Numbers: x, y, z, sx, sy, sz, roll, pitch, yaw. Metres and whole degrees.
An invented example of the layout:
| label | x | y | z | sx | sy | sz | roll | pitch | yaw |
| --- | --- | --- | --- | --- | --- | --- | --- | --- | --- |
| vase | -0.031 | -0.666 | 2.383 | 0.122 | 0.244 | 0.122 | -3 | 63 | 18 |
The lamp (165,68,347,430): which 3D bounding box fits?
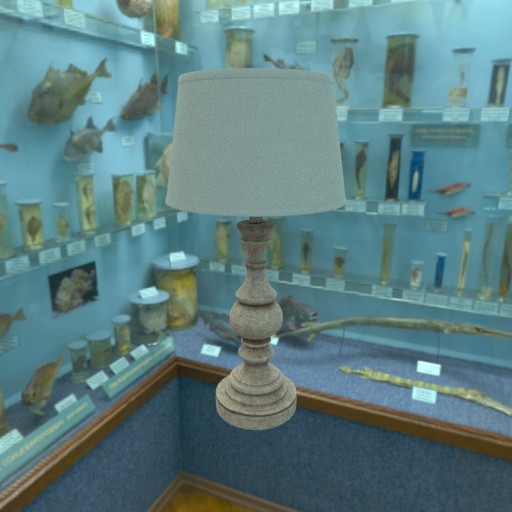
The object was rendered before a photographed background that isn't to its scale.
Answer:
| label | x | y | z | sx | sy | sz | roll | pitch | yaw |
| --- | --- | --- | --- | --- | --- | --- | --- | --- | --- |
| lamp | 0.000 | 0.000 | 0.878 | 0.340 | 0.678 | 0.340 | 0 | 16 | 0 |
